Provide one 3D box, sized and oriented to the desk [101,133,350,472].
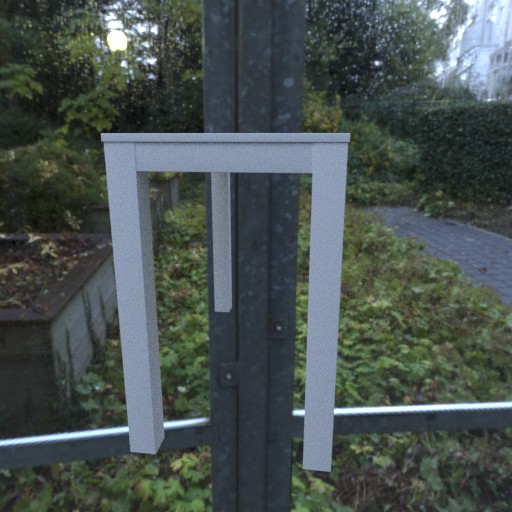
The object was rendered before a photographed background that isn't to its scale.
[{"bbox_3d":[0.000,0.000,1.438,0.497,0.762,0.990,2,15,8],"label":"desk"}]
